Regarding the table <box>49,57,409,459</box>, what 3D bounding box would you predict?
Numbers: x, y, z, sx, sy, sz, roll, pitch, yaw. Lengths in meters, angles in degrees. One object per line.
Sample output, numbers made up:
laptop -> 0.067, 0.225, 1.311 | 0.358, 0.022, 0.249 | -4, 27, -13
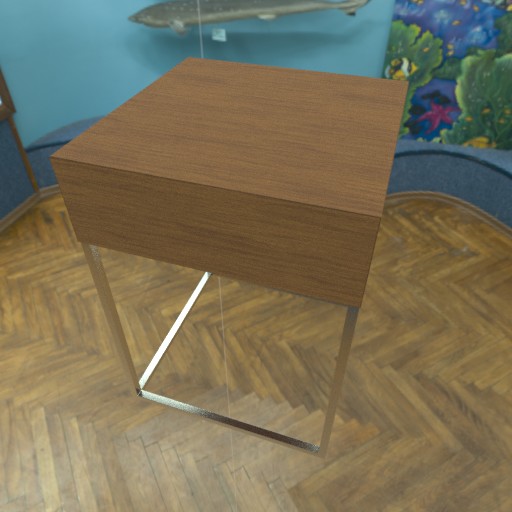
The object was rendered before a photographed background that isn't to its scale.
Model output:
table -> 0.000, 0.000, 0.810 | 0.397, 0.540, 0.398 | 12, 43, 14
